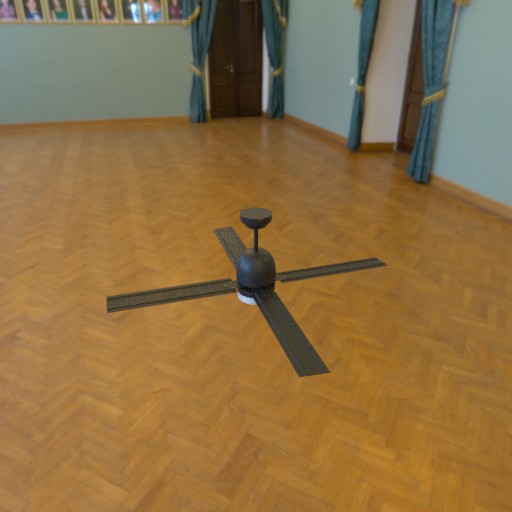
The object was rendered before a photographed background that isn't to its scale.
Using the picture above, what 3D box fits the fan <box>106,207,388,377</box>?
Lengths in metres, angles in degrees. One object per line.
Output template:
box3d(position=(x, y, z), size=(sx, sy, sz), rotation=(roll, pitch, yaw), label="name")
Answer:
box3d(position=(0.000, 0.000, 1.985), size=(1.319, 0.410, 1.319), rotation=(-9, 28, -17), label="fan")
